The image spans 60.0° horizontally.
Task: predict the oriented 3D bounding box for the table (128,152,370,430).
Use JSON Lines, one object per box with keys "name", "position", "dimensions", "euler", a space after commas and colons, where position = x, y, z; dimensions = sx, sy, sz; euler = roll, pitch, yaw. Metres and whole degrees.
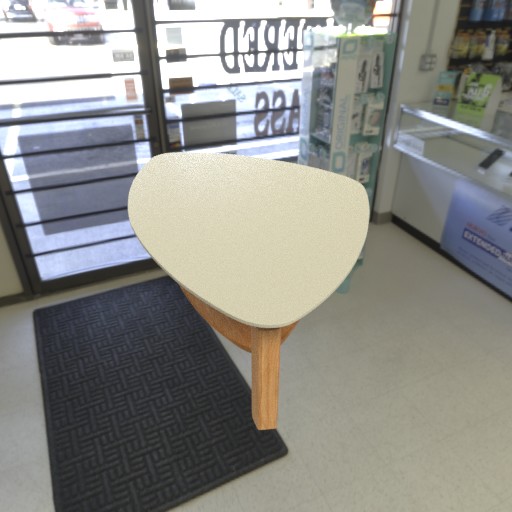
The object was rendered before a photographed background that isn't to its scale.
{"name": "table", "position": [0.000, 0.000, 1.639], "dimensions": [0.850, 0.440, 1.250], "euler": [-11, 33, -18]}
